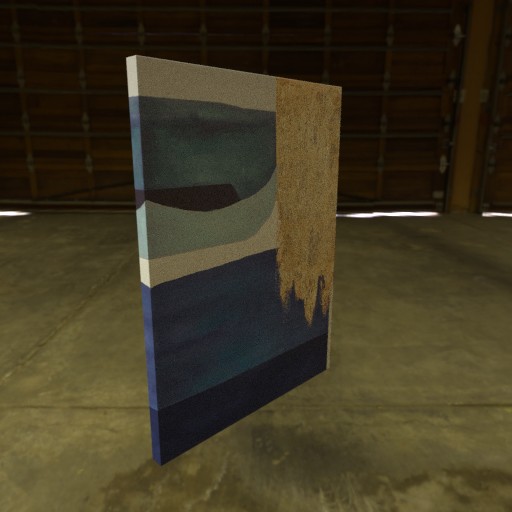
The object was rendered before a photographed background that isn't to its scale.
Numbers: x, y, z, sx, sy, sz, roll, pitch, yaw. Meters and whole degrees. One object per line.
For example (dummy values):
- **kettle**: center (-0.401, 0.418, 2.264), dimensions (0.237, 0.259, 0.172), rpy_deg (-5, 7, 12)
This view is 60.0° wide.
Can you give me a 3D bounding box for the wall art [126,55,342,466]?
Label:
- **wall art**: center (0.000, 0.000, 0.805), dimensions (0.026, 0.613, 0.458), rpy_deg (14, 19, 43)
